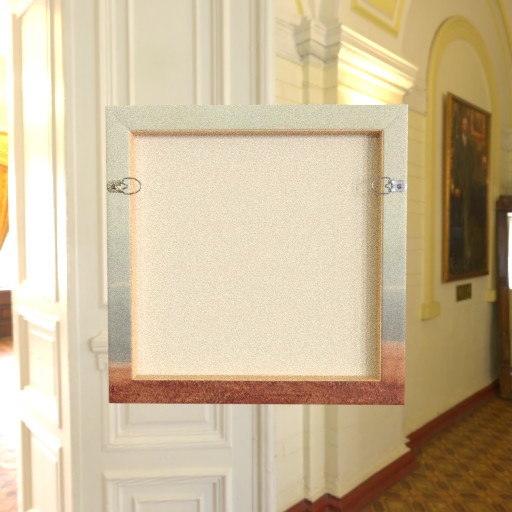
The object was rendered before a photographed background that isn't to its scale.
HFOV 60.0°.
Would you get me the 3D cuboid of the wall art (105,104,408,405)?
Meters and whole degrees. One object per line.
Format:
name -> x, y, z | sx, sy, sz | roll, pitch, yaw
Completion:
wall art -> 0.000, 0.000, 0.607 | 0.405, 0.405, 0.023 | 0, 2, 1
